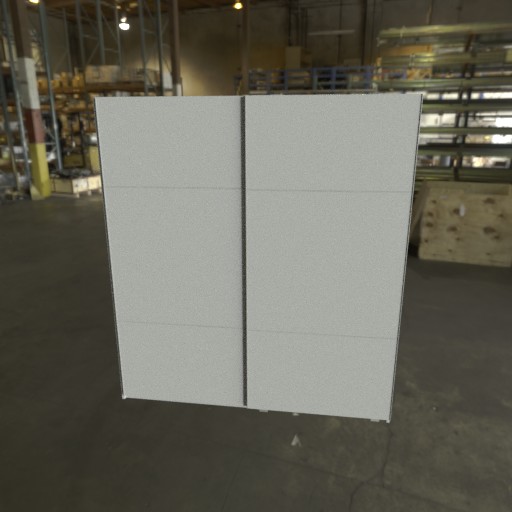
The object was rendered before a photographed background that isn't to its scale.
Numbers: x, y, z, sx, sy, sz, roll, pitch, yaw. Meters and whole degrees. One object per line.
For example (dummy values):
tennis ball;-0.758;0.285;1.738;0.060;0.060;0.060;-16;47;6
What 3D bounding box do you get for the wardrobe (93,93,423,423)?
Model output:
wardrobe;0.000;0.000;2.911;1.780;1.960;0.629;2;17;8
